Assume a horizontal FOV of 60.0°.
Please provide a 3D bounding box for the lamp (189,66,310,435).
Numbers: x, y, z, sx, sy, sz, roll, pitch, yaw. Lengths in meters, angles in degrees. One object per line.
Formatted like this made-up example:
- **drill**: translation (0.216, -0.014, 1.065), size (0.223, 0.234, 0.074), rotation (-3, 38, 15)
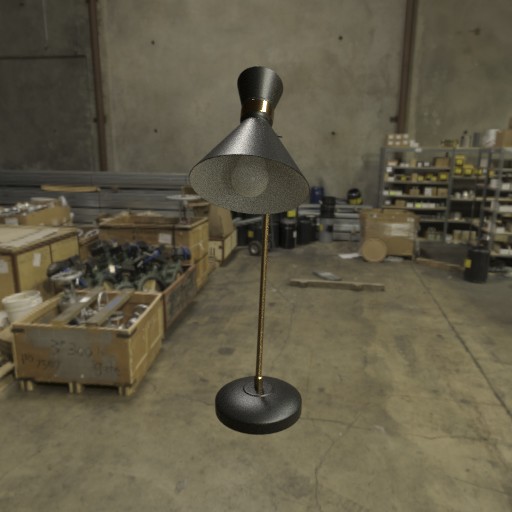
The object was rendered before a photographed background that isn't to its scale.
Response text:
- **lamp**: translation (0.000, 0.000, 0.786), size (0.189, 0.647, 0.292), rotation (2, 14, 9)
